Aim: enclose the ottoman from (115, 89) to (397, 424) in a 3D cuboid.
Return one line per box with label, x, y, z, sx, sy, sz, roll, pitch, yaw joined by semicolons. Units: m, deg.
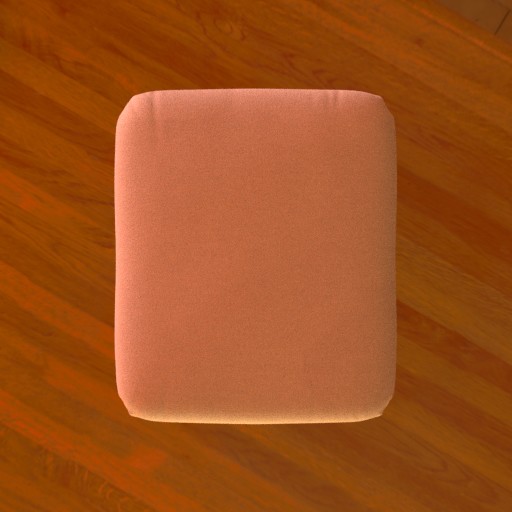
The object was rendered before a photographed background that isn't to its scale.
ottoman;0.000;0.000;1.116;0.622;0.450;0.746;0;91;0
